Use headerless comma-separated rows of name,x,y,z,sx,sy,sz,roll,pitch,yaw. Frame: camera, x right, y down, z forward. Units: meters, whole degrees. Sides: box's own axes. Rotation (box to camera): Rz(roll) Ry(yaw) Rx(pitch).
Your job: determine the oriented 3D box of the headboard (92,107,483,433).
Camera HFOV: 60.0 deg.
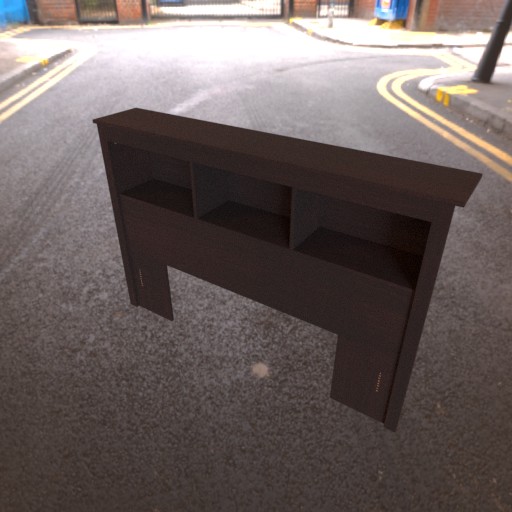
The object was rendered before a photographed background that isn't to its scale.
headboard,0.000,0.000,2.093,1.671,1.092,0.279,19,37,28
